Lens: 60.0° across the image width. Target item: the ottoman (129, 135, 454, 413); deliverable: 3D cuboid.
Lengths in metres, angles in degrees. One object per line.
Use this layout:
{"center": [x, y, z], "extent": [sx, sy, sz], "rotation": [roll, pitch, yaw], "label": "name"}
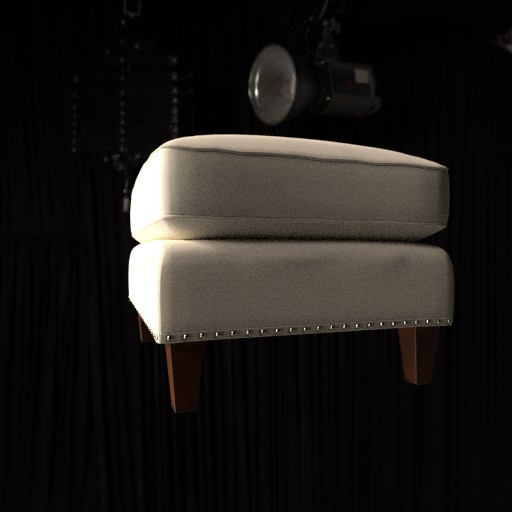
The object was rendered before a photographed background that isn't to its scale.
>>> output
{"center": [0.000, 0.000, 1.124], "extent": [0.584, 0.513, 0.741], "rotation": [0, 0, -19], "label": "ottoman"}
